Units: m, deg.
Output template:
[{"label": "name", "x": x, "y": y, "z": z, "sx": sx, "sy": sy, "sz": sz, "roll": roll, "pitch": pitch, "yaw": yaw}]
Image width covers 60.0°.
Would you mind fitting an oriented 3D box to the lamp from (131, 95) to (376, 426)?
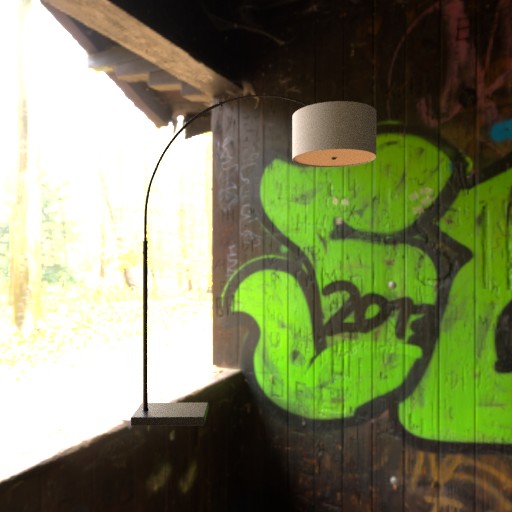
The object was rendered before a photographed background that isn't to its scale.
[{"label": "lamp", "x": 0.000, "y": 0.000, "z": 2.649, "sx": 1.424, "sy": 1.927, "sz": 0.493, "roll": 0, "pitch": 0, "yaw": -1}]
